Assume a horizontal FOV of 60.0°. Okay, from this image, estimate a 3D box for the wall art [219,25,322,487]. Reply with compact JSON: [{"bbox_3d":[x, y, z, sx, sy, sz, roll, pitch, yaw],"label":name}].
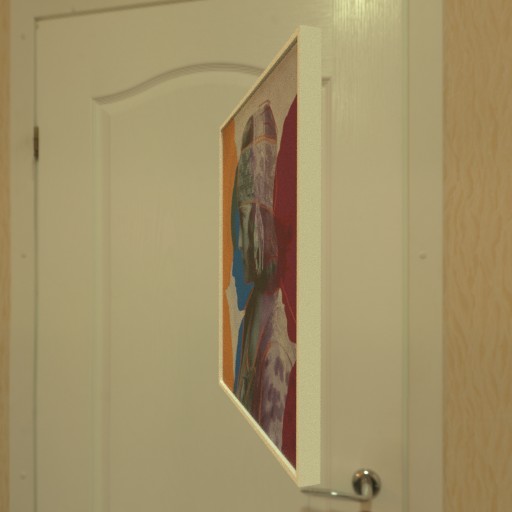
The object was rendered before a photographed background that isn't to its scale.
[{"bbox_3d":[0.000,0.000,0.741,0.030,0.549,0.443,0,0,-17],"label":"wall art"}]
